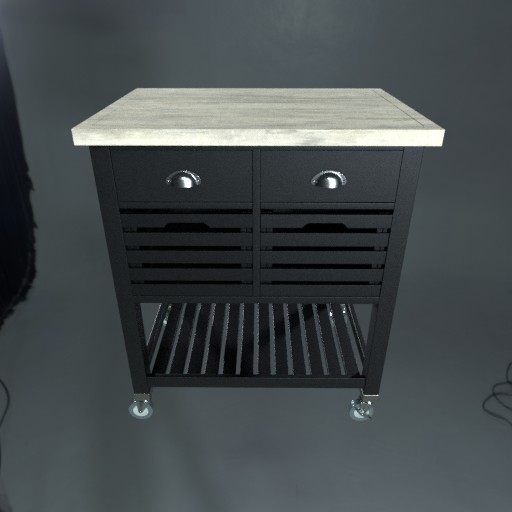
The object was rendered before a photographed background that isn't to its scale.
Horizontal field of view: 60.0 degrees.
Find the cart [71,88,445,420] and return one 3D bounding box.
[{"bbox_3d":[0.000,0.000,1.402,0.797,0.920,0.567,0,29,0],"label":"cart"}]
